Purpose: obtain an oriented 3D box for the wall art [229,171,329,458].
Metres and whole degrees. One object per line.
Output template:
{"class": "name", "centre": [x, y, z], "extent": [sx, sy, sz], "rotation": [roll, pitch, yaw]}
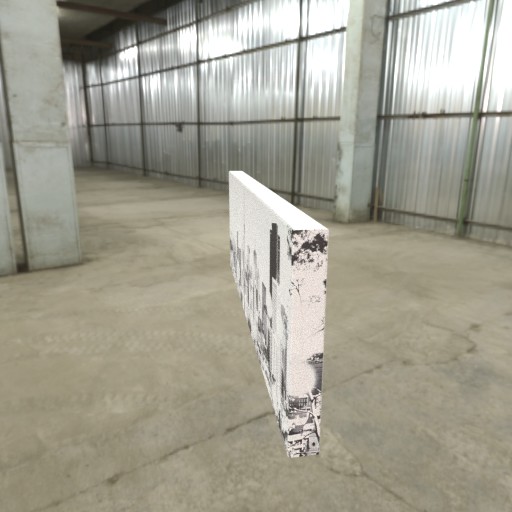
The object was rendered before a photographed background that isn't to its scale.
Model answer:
{"class": "wall art", "centre": [0.000, 0.000, 0.824], "extent": [0.036, 0.256, 0.766], "rotation": [-2, 15, -8]}
